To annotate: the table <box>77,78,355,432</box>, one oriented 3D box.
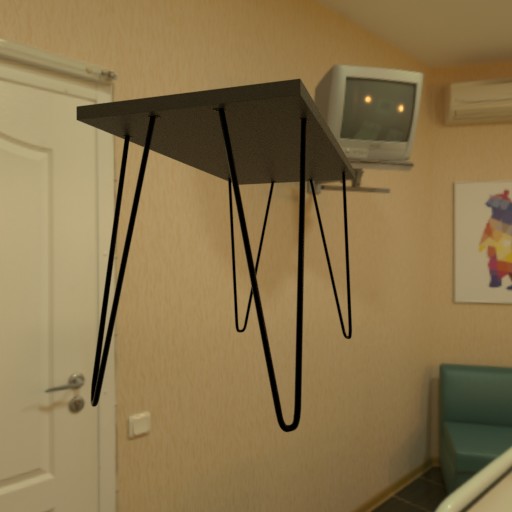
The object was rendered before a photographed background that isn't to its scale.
[{"bbox_3d":[0.000,0.000,1.363,0.499,0.660,0.991,0,1,18],"label":"table"}]
